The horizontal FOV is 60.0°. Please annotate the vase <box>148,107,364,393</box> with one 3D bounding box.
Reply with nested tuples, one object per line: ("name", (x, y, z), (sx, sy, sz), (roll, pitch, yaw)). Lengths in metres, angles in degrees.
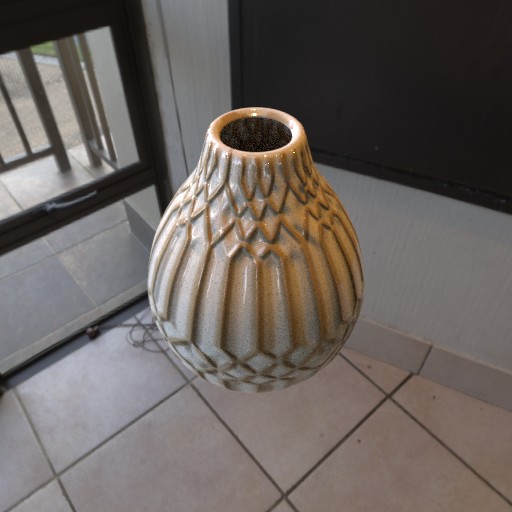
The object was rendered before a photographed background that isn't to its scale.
("vase", (0.000, 0.000, 0.316), (0.159, 0.200, 0.159), (0, 46, 0))
